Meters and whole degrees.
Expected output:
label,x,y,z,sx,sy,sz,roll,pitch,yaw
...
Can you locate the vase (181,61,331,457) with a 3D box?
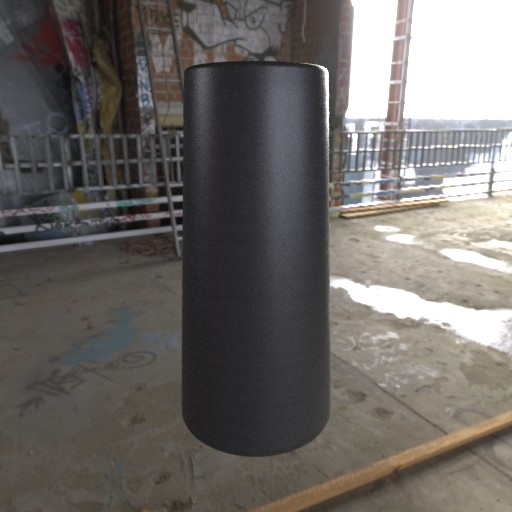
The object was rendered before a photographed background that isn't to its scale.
label,x,y,z,sx,sy,sz,roll,pitch,yaw
vase,0.000,0.000,0.370,0.136,0.289,0.136,-3,17,-9
